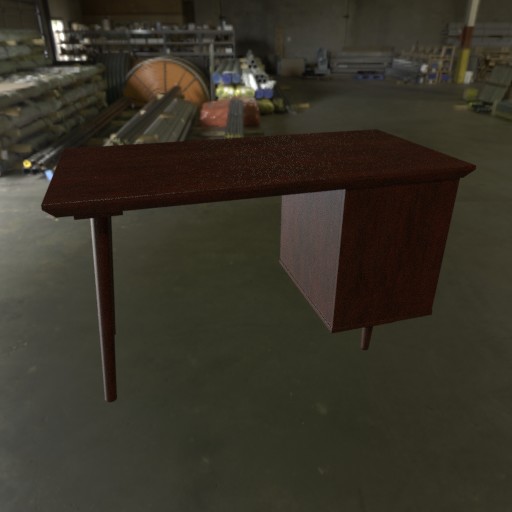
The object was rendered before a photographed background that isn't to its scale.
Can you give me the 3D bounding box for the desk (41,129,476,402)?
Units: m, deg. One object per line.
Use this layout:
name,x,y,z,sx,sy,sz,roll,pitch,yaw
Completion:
desk,0.000,0.000,1.676,1.277,0.758,0.612,-8,28,-15
